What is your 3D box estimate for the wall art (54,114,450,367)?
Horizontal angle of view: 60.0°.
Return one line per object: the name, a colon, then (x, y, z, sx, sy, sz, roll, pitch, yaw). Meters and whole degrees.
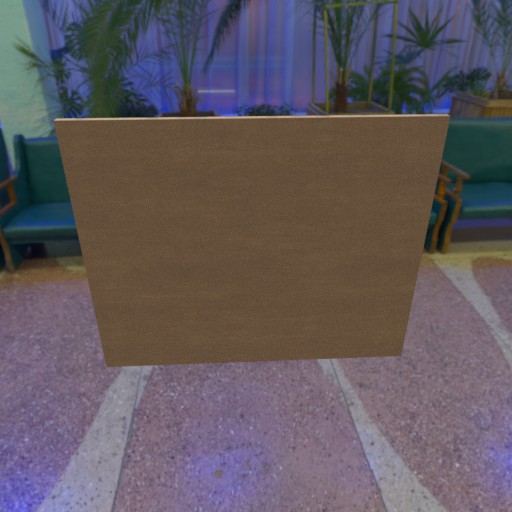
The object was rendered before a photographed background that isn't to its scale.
wall art: (0.000, 0.000, 0.670, 0.508, 0.408, 0.012, -2, 29, -3)
